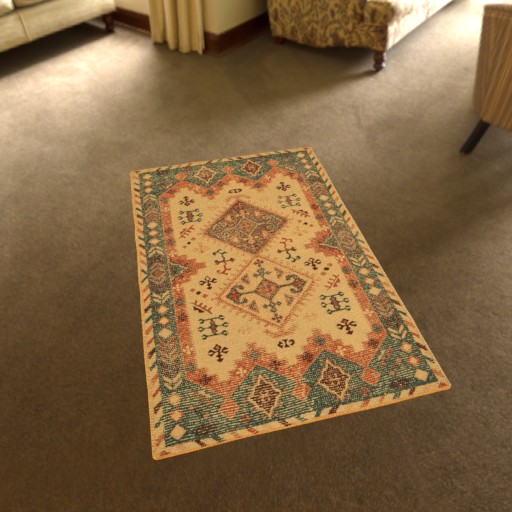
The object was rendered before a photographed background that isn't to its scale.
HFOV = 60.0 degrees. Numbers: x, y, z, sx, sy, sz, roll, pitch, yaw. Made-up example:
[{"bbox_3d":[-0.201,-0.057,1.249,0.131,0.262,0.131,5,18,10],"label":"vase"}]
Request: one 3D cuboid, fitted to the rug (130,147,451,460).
[{"bbox_3d":[0.000,0.000,2.338,1.225,0.015,1.840,-10,47,-9],"label":"rug"}]
